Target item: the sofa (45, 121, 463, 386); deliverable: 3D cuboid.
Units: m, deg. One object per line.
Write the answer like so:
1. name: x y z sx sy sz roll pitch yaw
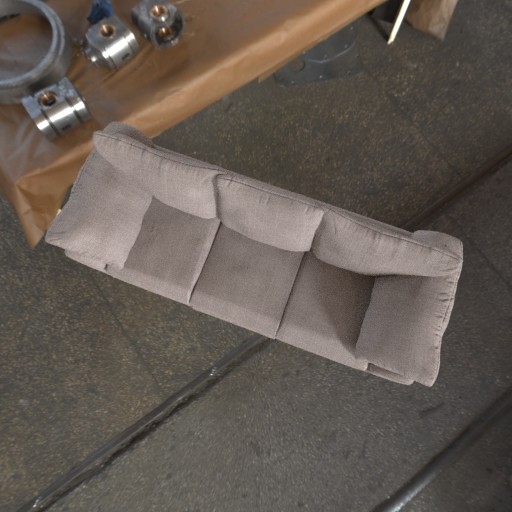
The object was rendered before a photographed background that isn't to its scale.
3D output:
1. sofa: 0.000 0.000 2.818 2.334 0.996 0.878 20 76 5
